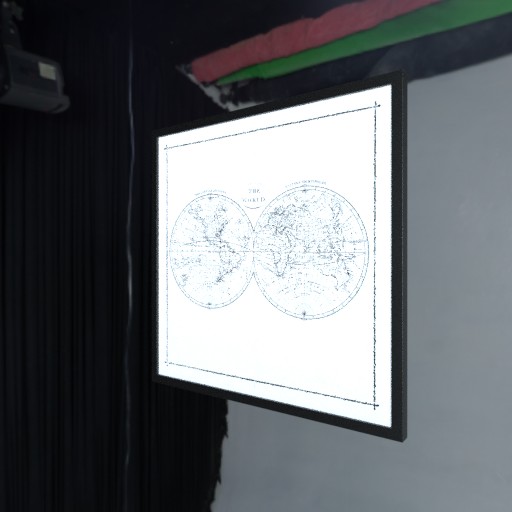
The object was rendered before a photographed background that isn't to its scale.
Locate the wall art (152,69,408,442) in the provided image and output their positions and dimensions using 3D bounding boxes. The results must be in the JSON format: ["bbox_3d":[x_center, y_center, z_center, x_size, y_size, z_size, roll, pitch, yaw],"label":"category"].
[{"bbox_3d":[0.000,0.000,1.158,0.773,0.775,0.031,0,0,36],"label":"wall art"}]
